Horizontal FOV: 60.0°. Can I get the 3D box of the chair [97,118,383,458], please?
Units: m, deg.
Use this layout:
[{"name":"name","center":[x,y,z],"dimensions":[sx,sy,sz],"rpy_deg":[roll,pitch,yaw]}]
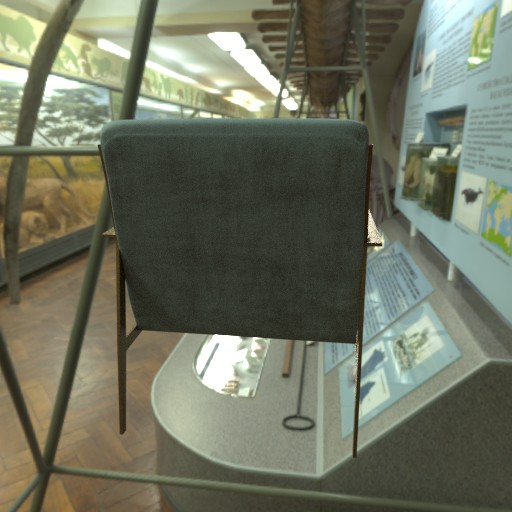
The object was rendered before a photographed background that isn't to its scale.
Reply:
[{"name":"chair","center":[0.000,0.000,1.445],"dimensions":[0.701,0.824,0.842],"rpy_deg":[2,15,8]}]
